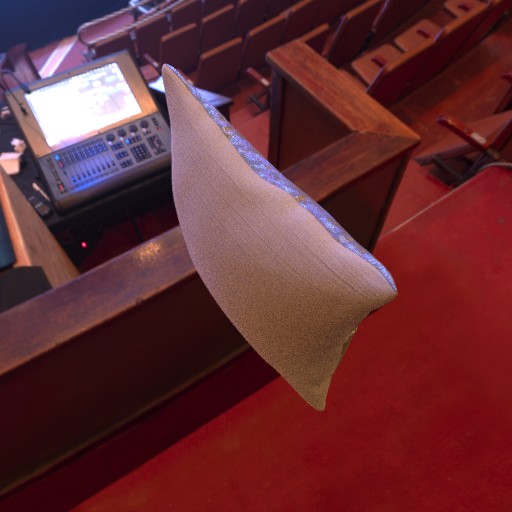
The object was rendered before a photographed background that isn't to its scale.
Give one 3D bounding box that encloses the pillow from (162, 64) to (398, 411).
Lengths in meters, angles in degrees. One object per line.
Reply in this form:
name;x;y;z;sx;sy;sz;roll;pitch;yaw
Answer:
pillow;0.000;0.000;0.738;0.175;0.464;0.470;-31;63;-18
